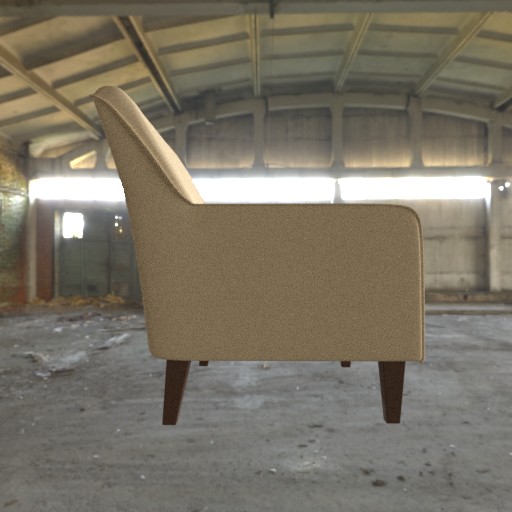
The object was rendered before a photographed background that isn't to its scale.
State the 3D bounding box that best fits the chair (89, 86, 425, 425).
[{"bbox_3d":[0.000,0.000,1.554,0.899,0.919,0.780,0,-1,1],"label":"chair"}]
